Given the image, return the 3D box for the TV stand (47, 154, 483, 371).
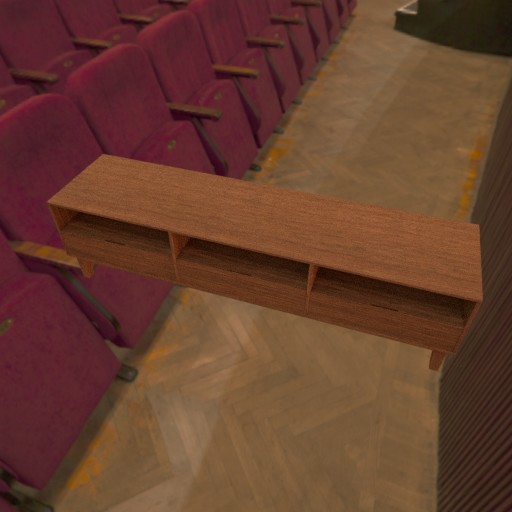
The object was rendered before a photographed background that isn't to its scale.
[{"bbox_3d":[0.000,0.000,1.697,1.482,0.409,0.366,13,44,14],"label":"TV stand"}]
